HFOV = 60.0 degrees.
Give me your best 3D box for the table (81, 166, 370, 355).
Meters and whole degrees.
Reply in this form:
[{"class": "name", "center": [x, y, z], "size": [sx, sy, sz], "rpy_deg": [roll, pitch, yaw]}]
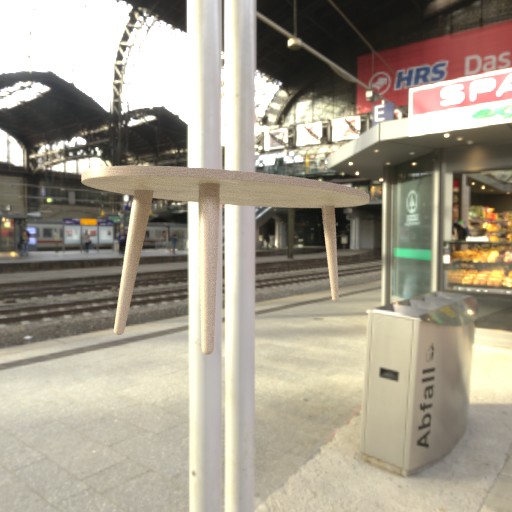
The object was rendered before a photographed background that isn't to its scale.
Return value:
[{"class": "table", "center": [0.000, 0.000, 1.332], "size": [0.542, 0.390, 1.083], "rpy_deg": [2, 3, 38]}]
